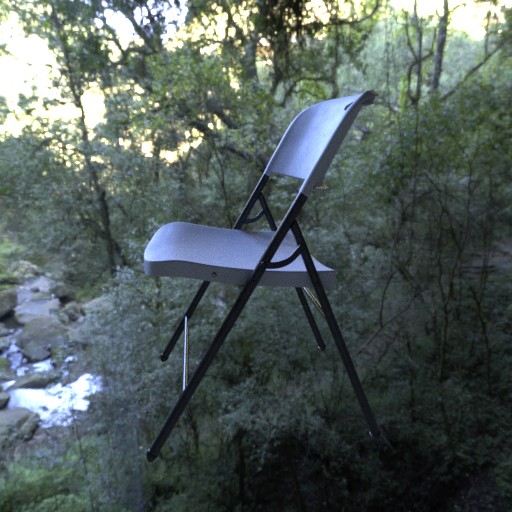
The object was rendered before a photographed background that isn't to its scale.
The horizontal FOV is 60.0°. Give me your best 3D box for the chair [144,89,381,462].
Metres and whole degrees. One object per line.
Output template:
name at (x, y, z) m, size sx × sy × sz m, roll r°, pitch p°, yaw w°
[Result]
chair at (0.000, 0.000, 1.160) m, size 0.566 × 0.810 × 0.494 m, roll -2°, pitch 15°, yaw -8°
